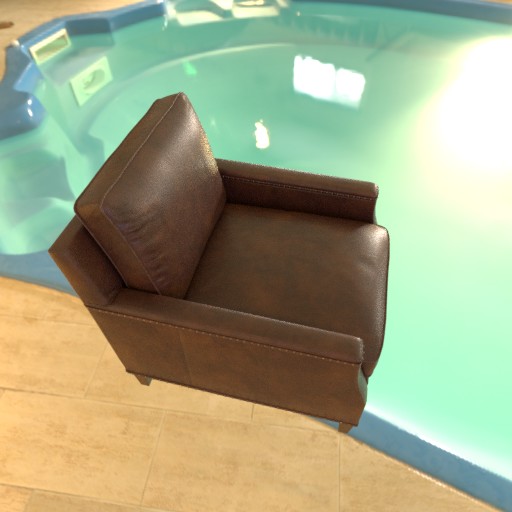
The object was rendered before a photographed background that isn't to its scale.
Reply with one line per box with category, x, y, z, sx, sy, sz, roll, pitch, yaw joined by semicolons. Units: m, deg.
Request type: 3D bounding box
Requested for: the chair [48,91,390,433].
chair;0.000;0.000;1.687;1.014;0.929;0.853;10;49;9
